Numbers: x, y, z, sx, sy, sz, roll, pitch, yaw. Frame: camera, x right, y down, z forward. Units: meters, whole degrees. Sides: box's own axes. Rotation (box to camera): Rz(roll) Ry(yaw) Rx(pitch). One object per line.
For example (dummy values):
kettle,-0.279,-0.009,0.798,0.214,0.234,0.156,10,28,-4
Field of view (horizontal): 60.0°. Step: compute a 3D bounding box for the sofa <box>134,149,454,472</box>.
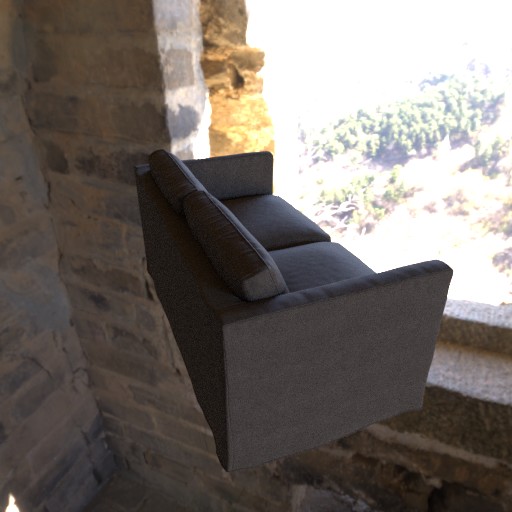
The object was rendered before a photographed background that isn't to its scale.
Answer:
sofa,0.000,0.000,2.376,0.974,0.854,1.802,-11,31,-19
